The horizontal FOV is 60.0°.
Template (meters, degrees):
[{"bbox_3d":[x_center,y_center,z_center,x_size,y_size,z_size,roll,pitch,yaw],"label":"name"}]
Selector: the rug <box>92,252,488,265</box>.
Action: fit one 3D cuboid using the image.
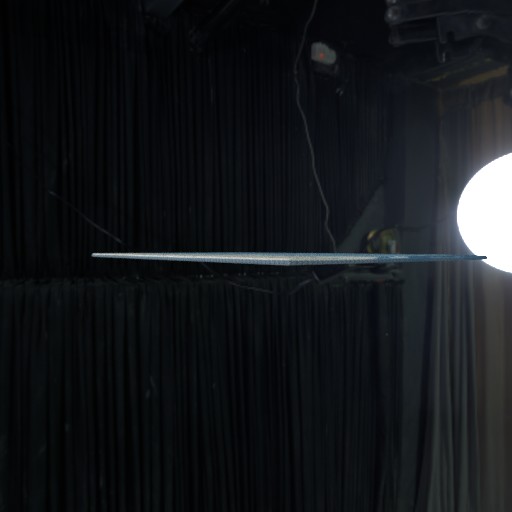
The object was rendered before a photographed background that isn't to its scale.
[{"bbox_3d":[0.000,0.000,3.069,1.540,0.027,2.450,-1,1,-37],"label":"rug"}]
